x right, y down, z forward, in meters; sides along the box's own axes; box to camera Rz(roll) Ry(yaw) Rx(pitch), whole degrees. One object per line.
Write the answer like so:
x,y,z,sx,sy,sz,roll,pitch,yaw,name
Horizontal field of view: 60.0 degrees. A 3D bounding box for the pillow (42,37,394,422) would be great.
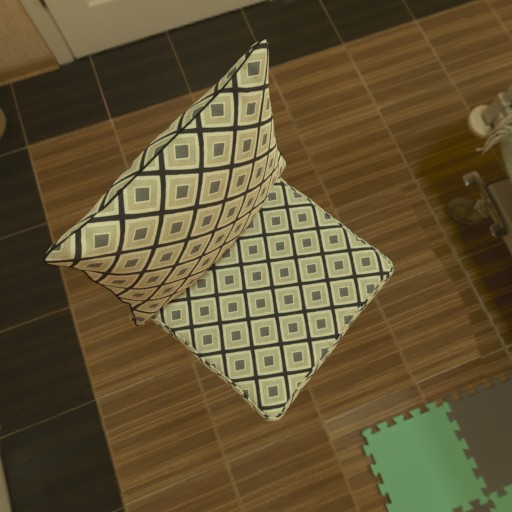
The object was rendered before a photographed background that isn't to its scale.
0.000,0.000,1.322,0.733,0.722,0.798,39,77,10,pillow
